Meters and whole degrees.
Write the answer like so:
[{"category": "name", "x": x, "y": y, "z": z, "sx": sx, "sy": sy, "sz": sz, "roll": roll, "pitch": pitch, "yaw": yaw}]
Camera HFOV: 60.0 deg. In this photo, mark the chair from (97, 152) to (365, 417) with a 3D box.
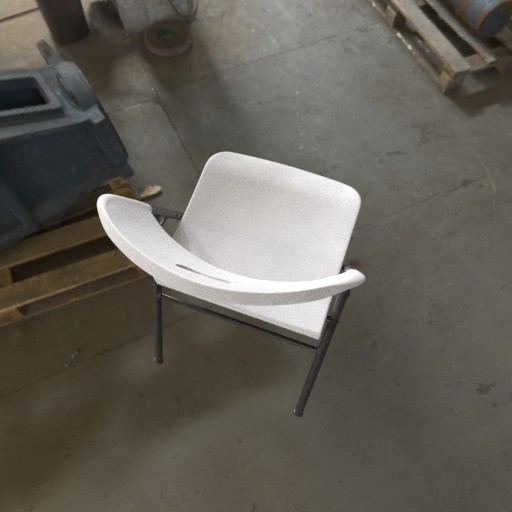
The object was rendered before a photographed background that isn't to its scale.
[{"category": "chair", "x": 0.000, "y": 0.000, "z": 1.125, "sx": 0.494, "sy": 0.810, "sz": 0.566, "roll": 18, "pitch": 64, "yaw": 9}]
